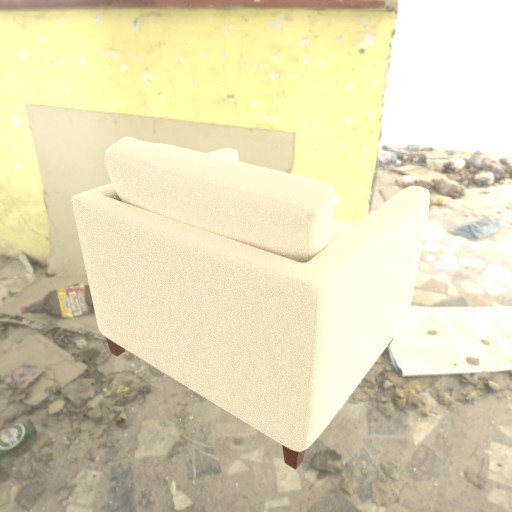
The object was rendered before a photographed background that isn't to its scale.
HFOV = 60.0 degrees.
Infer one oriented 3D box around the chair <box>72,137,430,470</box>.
[{"bbox_3d":[0.000,0.000,1.700,1.019,0.885,0.878,19,34,32],"label":"chair"}]
